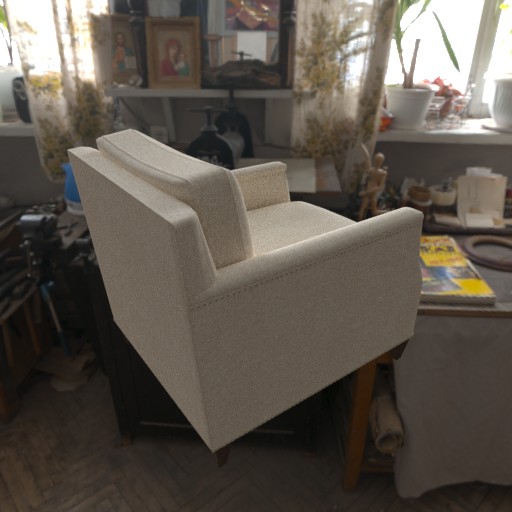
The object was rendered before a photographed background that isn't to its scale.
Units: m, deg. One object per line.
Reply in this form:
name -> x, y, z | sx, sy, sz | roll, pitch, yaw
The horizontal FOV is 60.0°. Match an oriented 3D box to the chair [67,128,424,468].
chair -> 0.000, 0.000, 1.708 | 1.041, 0.940, 0.838 | -18, 33, -31
